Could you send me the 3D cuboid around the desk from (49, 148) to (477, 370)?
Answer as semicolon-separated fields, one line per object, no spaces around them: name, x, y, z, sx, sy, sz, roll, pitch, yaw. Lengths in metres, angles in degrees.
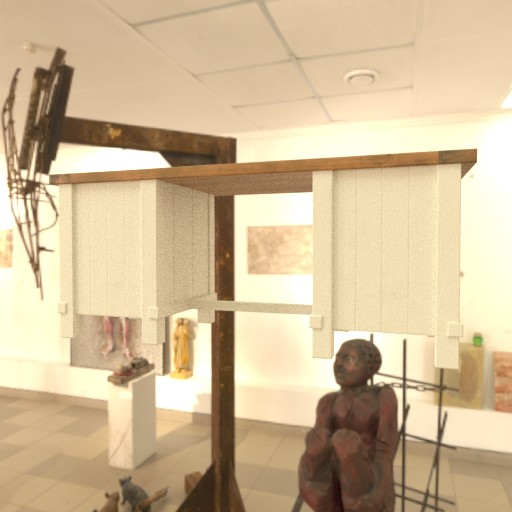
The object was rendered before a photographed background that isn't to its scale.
desk;0.000;0.000;2.119;1.803;0.760;0.688;1;2;18
